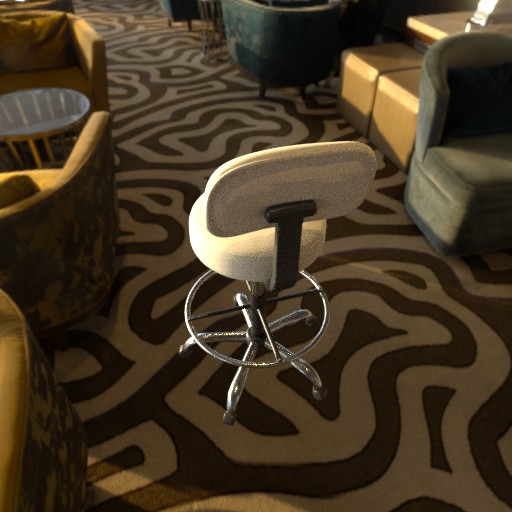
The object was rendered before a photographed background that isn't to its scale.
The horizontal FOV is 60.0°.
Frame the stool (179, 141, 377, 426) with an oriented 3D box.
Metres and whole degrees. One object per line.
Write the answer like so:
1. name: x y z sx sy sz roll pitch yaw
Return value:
1. stool: 0.000 0.000 1.458 0.609 1.080 0.616 -11 43 -12
